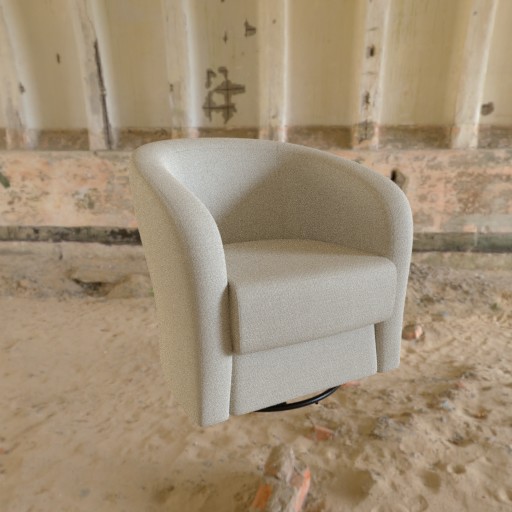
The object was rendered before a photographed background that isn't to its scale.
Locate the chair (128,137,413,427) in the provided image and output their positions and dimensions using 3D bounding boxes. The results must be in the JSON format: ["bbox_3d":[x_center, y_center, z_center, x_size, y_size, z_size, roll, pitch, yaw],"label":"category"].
[{"bbox_3d":[0.000,0.000,1.492,0.791,0.771,0.815,-7,17,-26],"label":"chair"}]
